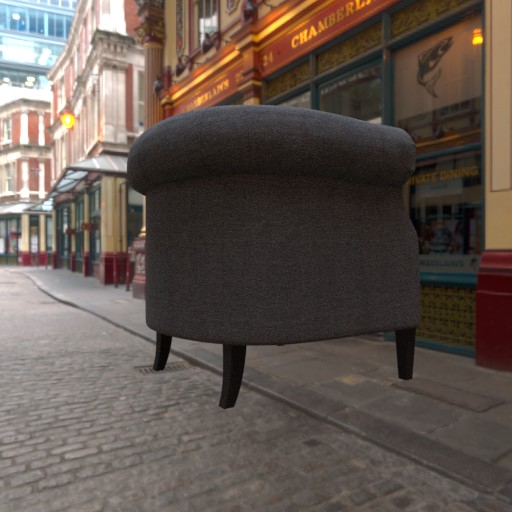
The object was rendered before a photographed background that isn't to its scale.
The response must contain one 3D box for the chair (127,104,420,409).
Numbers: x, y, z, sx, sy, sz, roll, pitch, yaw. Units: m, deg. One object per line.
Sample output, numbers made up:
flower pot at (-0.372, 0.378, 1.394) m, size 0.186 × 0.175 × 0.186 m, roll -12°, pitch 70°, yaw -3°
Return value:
chair at (0.000, 0.000, 1.564) m, size 0.852 × 0.827 × 0.905 m, roll 0°, pitch 0°, yaw -35°
